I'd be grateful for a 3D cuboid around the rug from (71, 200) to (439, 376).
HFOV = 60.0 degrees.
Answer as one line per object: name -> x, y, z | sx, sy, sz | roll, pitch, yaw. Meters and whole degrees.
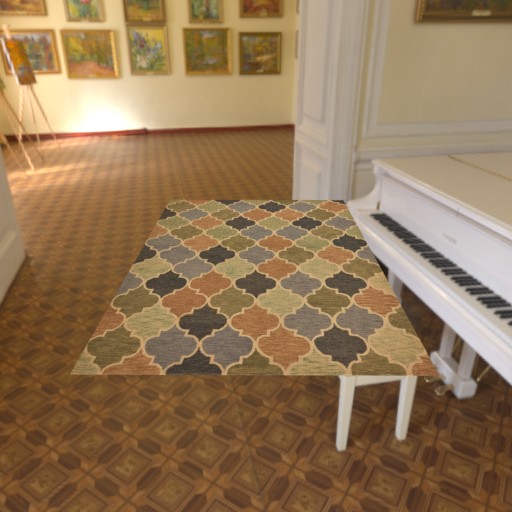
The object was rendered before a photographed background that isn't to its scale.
rug -> 0.000, 0.000, 2.861 | 1.521, 0.006, 2.284 | 0, 25, 0
